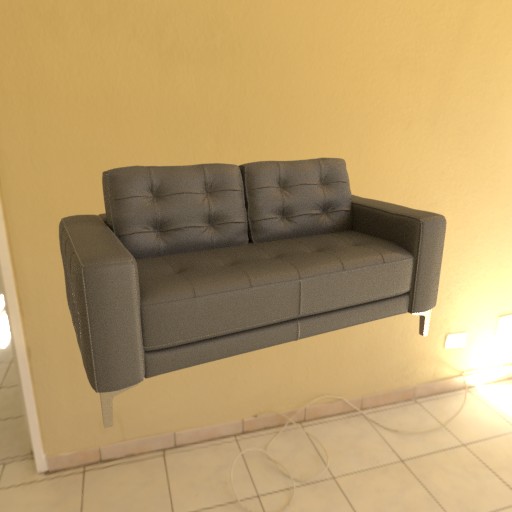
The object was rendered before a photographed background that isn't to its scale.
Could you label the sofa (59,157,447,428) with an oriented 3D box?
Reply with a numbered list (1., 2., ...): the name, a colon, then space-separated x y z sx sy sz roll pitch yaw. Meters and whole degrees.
1. sofa: 0.000 0.000 2.187 1.726 0.892 0.833 -8 19 -26
